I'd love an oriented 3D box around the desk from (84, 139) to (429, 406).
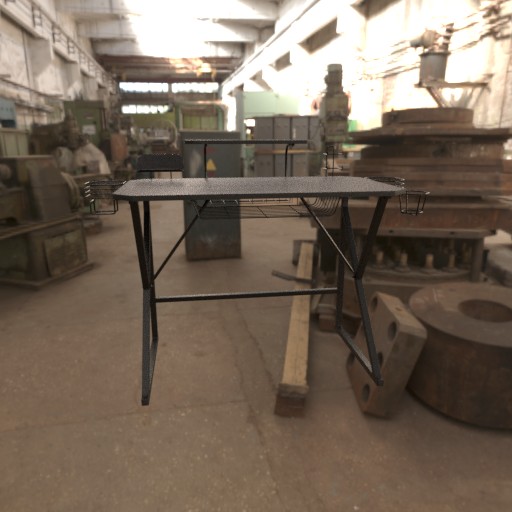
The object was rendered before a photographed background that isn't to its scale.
[{"bbox_3d":[0.000,0.000,1.746,1.290,0.880,0.580,-2,15,-8],"label":"desk"}]
